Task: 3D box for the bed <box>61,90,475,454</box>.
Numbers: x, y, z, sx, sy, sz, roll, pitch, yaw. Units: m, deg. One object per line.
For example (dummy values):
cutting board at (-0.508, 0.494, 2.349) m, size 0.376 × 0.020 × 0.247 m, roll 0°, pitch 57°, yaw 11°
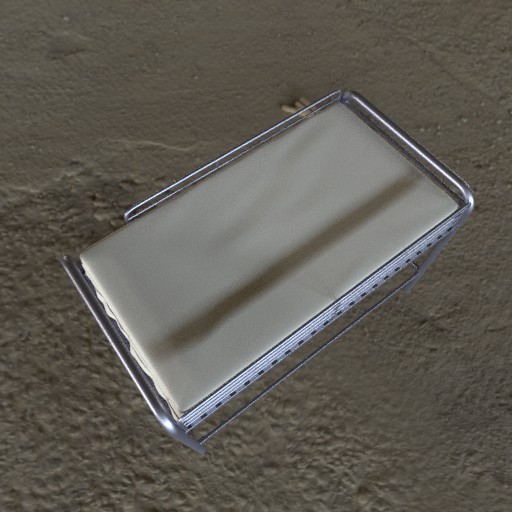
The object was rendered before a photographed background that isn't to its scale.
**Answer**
bed at (0.000, 0.000, 2.894) m, size 1.965 × 1.288 × 1.415 m, roll -34°, pitch 67°, yaw -16°
